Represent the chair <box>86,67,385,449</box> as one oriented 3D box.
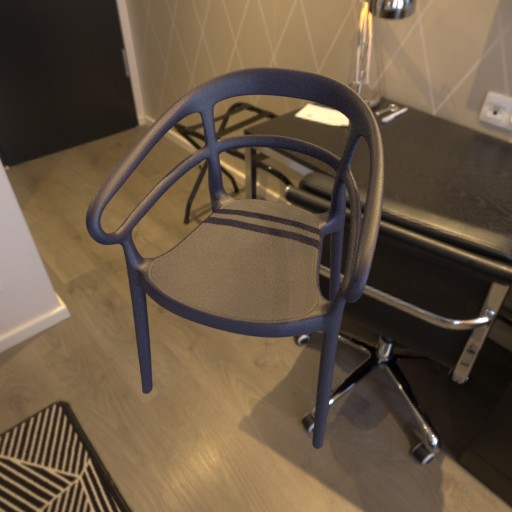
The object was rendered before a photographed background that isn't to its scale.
[{"bbox_3d":[0.000,0.000,1.124,0.559,0.761,0.527,12,42,14],"label":"chair"}]
